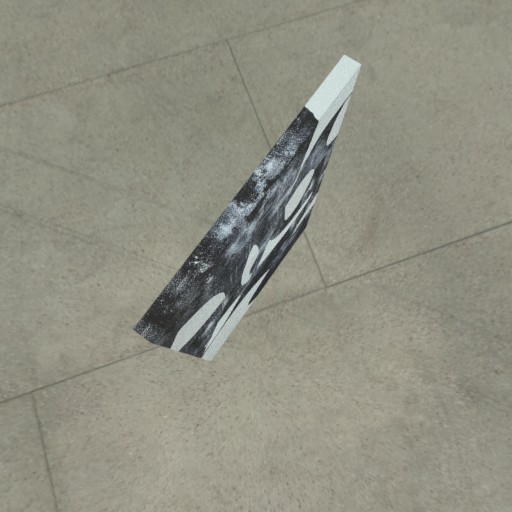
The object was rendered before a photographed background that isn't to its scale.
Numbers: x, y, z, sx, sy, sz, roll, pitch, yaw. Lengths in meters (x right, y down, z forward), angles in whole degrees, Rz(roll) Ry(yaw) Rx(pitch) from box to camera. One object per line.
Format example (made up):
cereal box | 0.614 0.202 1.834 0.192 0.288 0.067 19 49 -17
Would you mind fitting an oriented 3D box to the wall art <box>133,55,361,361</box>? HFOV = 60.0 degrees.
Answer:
wall art | 0.000 0.000 1.185 0.041 0.915 0.610 34 78 9
